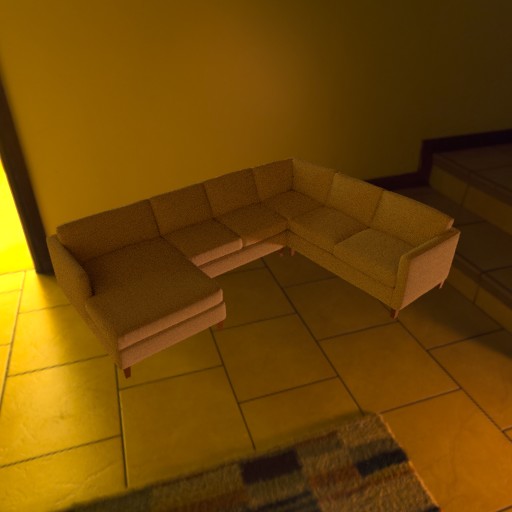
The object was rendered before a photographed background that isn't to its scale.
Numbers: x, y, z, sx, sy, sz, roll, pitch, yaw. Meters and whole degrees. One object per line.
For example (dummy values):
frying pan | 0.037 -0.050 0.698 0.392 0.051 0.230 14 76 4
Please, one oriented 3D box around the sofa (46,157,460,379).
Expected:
sofa | 0.000 0.000 4.668 3.460 0.961 2.594 -23 39 -32
